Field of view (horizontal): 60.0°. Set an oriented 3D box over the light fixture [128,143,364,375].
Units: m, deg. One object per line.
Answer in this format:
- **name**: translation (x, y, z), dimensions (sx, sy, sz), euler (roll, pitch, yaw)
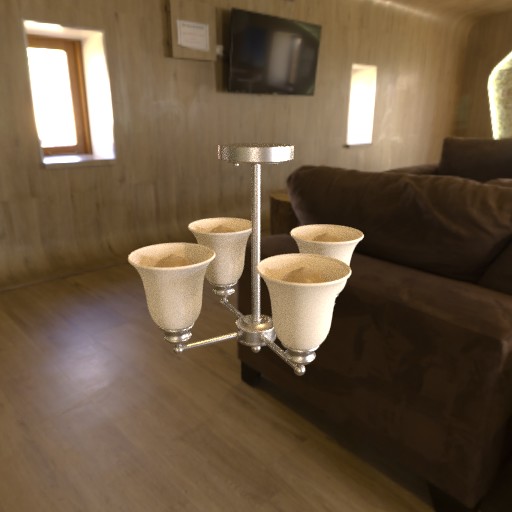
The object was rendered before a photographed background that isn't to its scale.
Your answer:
- **light fixture**: translation (0.000, 0.000, 0.762), dimensions (0.427, 0.370, 0.427), euler (-9, 19, -26)
